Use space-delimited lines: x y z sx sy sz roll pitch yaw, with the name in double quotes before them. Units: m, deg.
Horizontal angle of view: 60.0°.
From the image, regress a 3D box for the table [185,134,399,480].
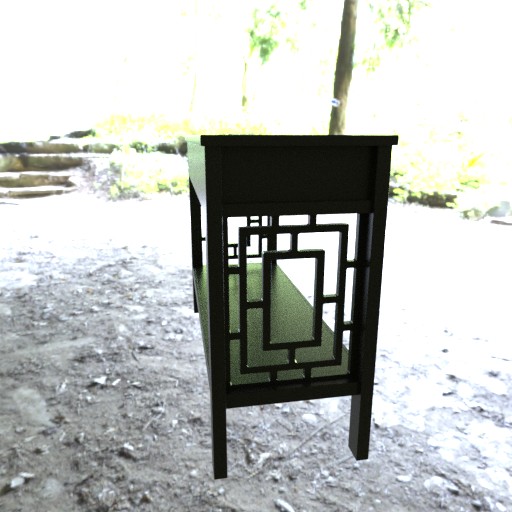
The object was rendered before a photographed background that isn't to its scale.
"table" 0.000 0.000 1.436 0.397 0.753 1.068 -3 15 -10
